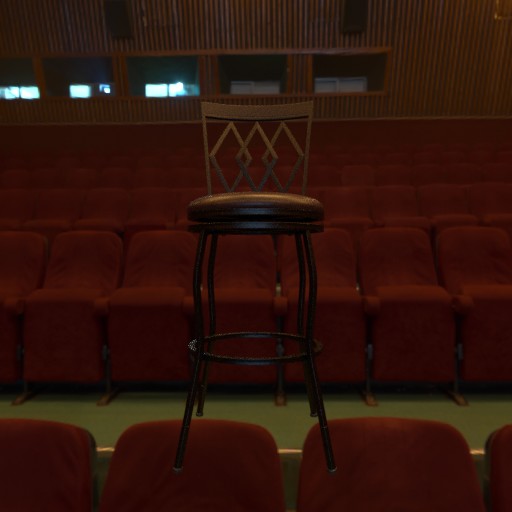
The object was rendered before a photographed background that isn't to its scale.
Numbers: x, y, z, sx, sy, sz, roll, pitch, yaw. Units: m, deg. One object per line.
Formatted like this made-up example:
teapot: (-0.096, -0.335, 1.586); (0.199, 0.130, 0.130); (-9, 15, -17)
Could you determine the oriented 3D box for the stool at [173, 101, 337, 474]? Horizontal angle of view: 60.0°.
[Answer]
stool: (0.000, 0.000, 1.411); (0.432, 1.134, 0.521); (0, 0, 1)
